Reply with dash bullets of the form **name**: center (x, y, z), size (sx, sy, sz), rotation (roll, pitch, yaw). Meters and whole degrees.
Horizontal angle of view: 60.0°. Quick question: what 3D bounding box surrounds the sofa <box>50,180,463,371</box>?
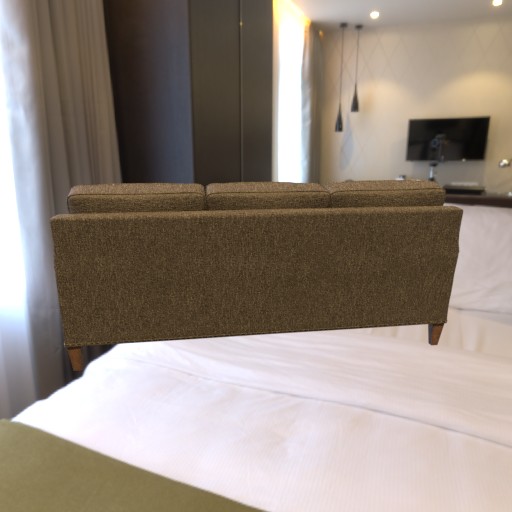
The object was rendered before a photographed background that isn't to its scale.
- **sofa**: center (0.000, 0.000, 2.867), size (2.246, 1.003, 1.084), rotation (-2, 14, -8)
